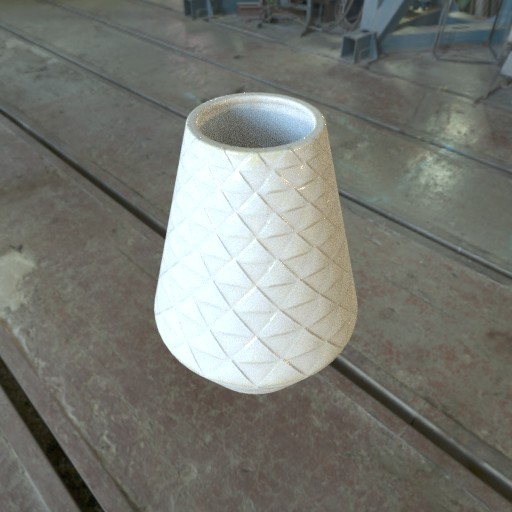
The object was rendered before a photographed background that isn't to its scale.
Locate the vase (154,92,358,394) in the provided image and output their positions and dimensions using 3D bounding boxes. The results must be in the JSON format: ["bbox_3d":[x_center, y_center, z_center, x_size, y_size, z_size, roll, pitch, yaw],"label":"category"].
[{"bbox_3d":[0.000,0.000,0.355,0.175,0.230,0.175,0,42,0],"label":"vase"}]
